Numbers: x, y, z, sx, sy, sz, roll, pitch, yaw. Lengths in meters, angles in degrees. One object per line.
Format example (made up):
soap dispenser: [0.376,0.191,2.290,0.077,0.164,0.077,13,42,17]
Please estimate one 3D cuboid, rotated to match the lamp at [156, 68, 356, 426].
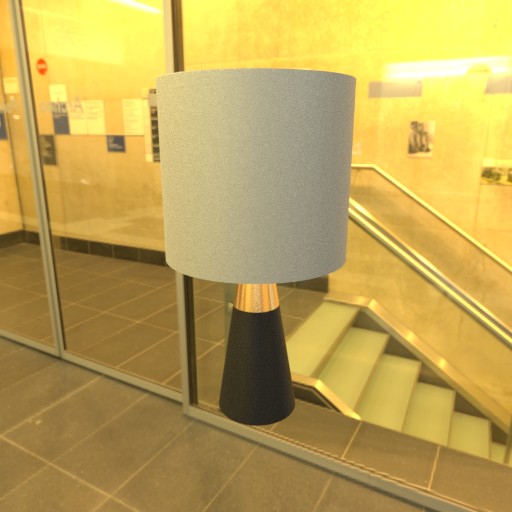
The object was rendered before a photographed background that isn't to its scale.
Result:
lamp: [0.000,0.000,0.772,0.308,0.580,0.308,3,16,10]
